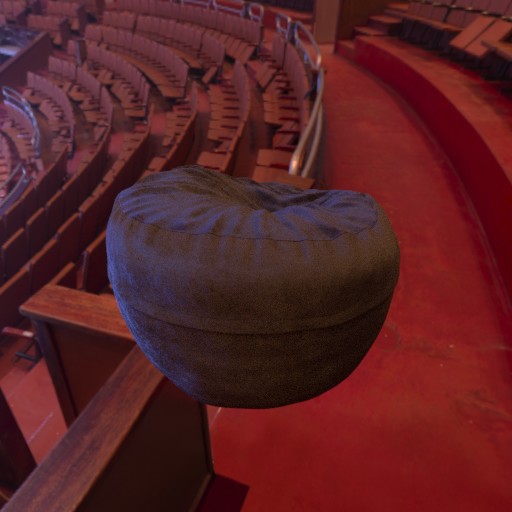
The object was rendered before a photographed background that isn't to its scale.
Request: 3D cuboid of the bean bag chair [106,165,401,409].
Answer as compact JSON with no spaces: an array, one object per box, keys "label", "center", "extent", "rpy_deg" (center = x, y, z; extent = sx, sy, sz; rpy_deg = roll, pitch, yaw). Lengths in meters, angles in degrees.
[{"label":"bean bag chair","center":[0.000,0.000,2.006],"extent":[1.245,0.821,1.245],"rpy_deg":[0,33,0]}]
